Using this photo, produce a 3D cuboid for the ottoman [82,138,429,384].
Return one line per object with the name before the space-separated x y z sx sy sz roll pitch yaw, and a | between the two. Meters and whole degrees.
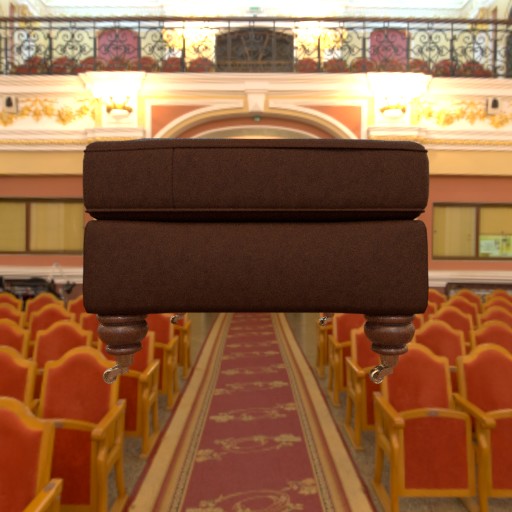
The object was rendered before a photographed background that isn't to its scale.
ottoman | 0.000 0.000 1.793 0.967 0.730 1.187 0 0 0
